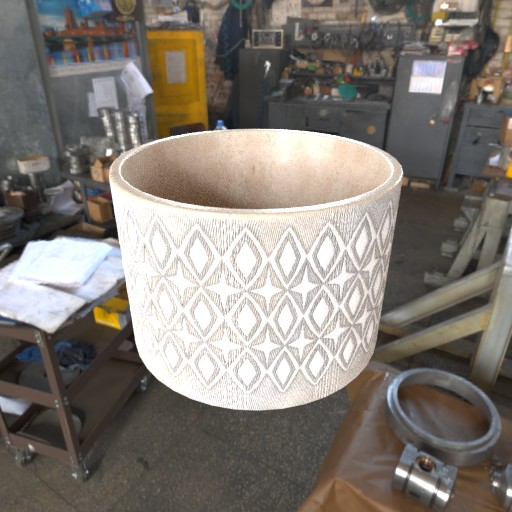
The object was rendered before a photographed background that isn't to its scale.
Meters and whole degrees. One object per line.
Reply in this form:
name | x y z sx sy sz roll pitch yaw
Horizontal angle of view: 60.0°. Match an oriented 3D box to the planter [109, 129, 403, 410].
planter | 0.000 0.000 0.287 0.164 0.127 0.164 0 28 0
